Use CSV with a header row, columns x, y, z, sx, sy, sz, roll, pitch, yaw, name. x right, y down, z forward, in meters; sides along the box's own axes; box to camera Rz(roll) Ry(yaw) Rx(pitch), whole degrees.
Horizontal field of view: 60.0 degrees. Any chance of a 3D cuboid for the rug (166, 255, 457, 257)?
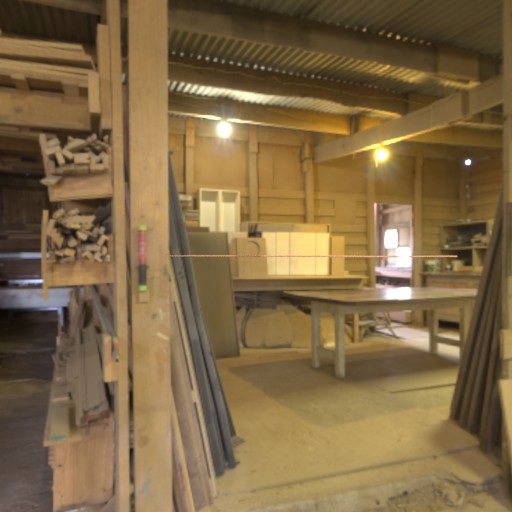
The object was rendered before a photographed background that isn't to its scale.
x,y,z,sx,sy,sz,roll,pitch,yaw,name
0.000,0.000,2.711,0.799,0.010,2.444,0,0,-19,rug
